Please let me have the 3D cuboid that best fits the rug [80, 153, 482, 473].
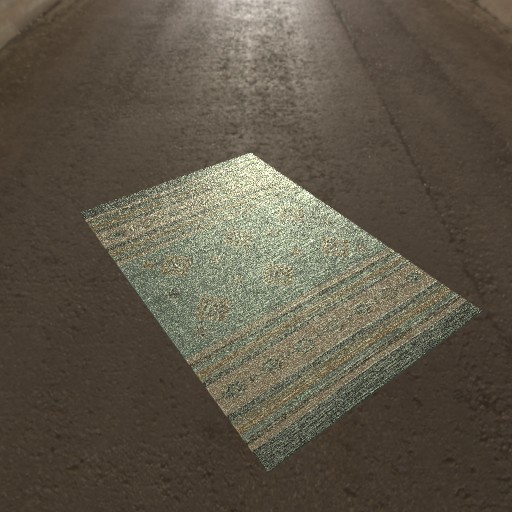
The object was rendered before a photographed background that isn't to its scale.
[{"bbox_3d":[0.000,0.000,2.288,1.212,0.010,1.811,-26,47,-26],"label":"rug"}]
